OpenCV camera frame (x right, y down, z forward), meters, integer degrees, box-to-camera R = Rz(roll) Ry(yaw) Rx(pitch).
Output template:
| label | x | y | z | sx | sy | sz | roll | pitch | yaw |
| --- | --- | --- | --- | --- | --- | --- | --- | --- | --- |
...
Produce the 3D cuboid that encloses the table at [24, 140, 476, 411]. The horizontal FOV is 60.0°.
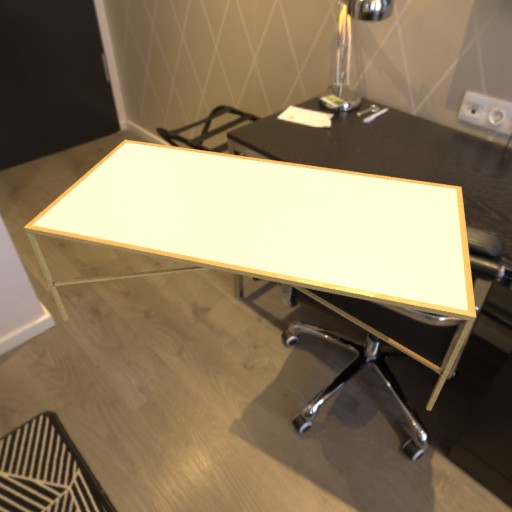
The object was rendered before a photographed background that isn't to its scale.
| label | x | y | z | sx | sy | sz | roll | pitch | yaw |
| --- | --- | --- | --- | --- | --- | --- | --- | --- | --- |
| table | 0.000 | 0.000 | 1.471 | 1.206 | 0.398 | 0.580 | 11 | 42 | 12 |
